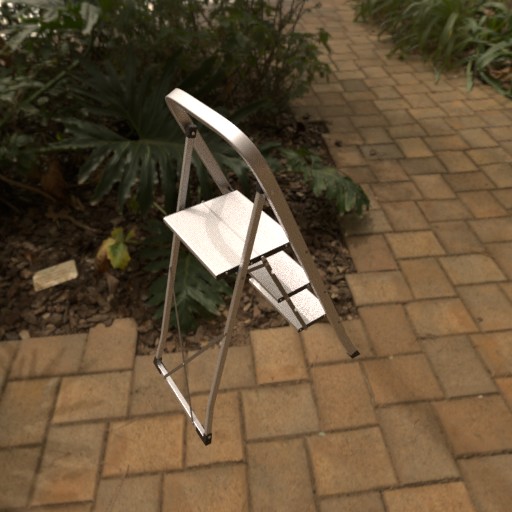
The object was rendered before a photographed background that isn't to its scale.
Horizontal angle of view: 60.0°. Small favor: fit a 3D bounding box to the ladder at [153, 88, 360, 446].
[{"bbox_3d":[0.000,0.000,1.427,0.704,1.070,0.465,-25,47,-26],"label":"ladder"}]
